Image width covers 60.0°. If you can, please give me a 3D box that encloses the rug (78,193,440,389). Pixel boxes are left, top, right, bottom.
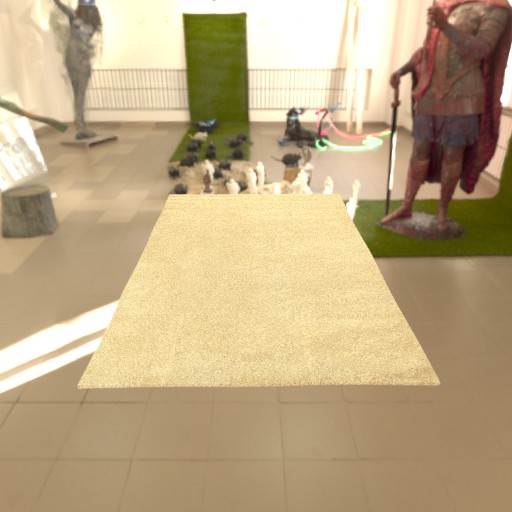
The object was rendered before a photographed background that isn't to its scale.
[{"bbox_3d":[0.000,0.000,2.878,1.500,0.025,2.346,0,27,-1],"label":"rug"}]
